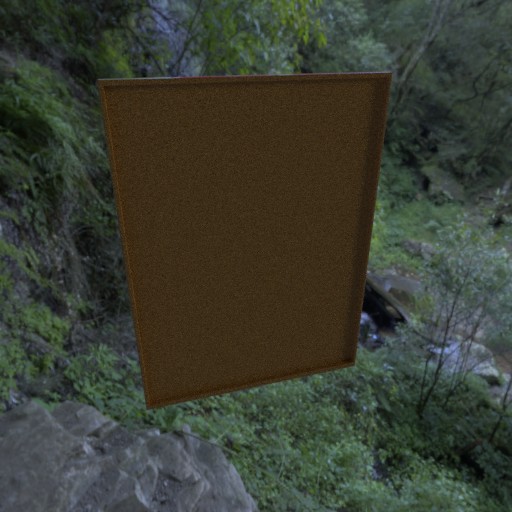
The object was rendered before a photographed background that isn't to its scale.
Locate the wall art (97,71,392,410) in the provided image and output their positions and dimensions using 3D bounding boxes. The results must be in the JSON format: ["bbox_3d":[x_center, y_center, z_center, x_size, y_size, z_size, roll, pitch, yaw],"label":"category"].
[{"bbox_3d":[0.000,0.000,1.341,0.762,1.015,0.031,-8,28,-15],"label":"wall art"}]
